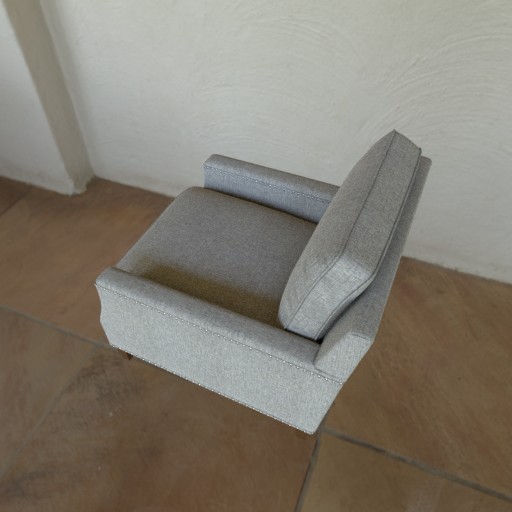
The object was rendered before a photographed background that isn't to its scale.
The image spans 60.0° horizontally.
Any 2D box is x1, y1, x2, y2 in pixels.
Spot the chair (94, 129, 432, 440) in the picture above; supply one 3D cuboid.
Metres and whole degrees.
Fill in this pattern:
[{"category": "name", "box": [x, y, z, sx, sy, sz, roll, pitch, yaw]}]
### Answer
[{"category": "chair", "box": [0.000, 0.000, 1.716, 1.014, 0.943, 0.853, 19, 50, 17]}]
